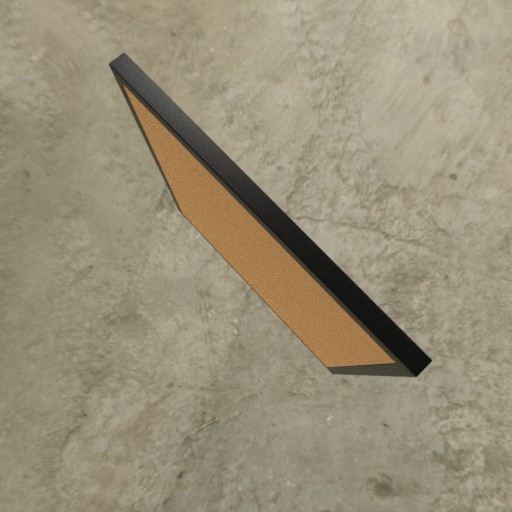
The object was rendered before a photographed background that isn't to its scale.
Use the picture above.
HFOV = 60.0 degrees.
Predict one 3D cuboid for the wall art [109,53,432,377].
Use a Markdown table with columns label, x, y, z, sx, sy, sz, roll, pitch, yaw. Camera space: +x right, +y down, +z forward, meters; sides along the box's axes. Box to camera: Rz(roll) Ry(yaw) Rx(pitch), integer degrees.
| label | x | y | z | sx | sy | sz | roll | pitch | yaw |
| --- | --- | --- | --- | --- | --- | --- | --- | --- | --- |
| wall art | 0.000 | 0.000 | 1.111 | 0.038 | 0.761 | 0.755 | -42 | 79 | -10 |
